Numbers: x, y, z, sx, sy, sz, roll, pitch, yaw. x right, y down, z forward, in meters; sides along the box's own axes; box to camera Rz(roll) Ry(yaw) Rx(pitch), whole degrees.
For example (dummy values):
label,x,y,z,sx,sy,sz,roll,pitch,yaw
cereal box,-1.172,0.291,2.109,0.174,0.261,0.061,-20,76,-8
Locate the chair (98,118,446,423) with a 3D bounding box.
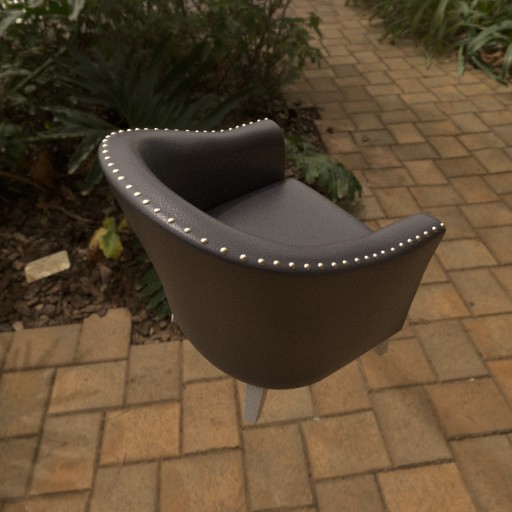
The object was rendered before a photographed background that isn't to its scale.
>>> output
label,x,y,z,sx,sy,sz,roll,pitch,yaw
chair,0.000,0.000,1.394,0.748,0.823,0.794,-26,49,-26
